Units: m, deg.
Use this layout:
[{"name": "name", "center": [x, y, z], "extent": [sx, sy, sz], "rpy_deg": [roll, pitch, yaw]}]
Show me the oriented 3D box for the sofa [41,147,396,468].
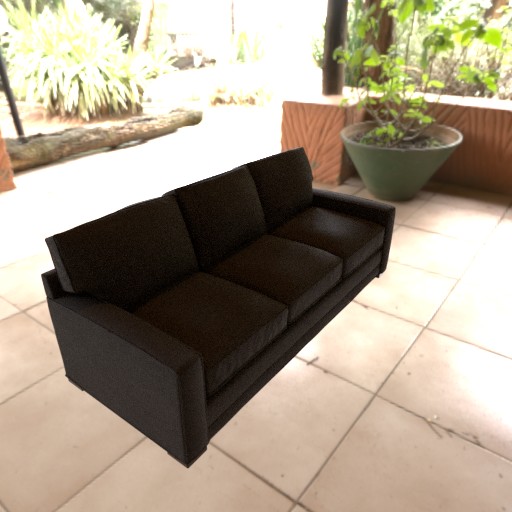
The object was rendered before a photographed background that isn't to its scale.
[{"name": "sofa", "center": [0.000, 0.000, 2.927], "extent": [1.004, 0.978, 2.369], "rpy_deg": [19, 33, 32]}]
